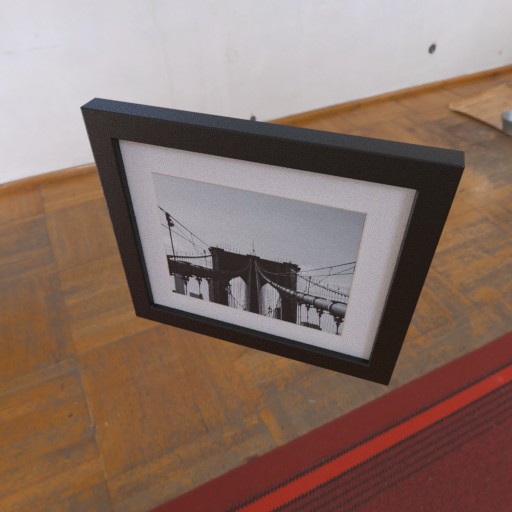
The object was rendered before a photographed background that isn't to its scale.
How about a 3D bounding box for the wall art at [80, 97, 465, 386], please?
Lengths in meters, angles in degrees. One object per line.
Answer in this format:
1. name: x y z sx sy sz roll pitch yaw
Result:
1. wall art: 0.000 0.000 0.536 0.380 0.330 0.028 13 43 14
